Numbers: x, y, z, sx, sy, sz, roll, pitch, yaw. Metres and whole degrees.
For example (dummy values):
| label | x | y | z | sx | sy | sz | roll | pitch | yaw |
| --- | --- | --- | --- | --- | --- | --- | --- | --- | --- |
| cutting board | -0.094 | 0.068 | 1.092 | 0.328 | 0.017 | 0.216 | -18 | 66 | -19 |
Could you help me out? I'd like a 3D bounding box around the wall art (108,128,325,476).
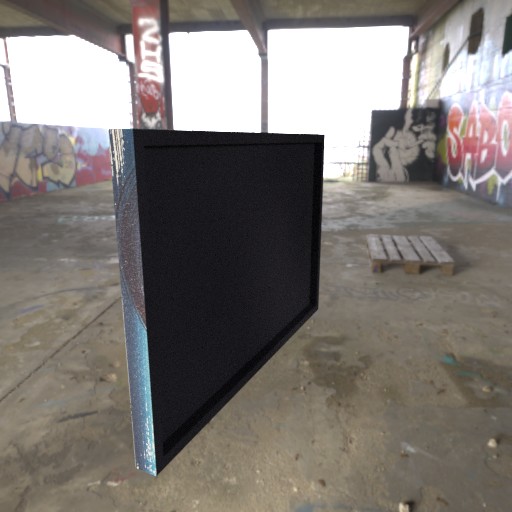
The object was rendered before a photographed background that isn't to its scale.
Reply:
| label | x | y | z | sx | sy | sz | roll | pitch | yaw |
| --- | --- | --- | --- | --- | --- | --- | --- | --- | --- |
| wall art | 0.000 | 0.000 | 0.756 | 0.033 | 0.406 | 0.609 | 7 | 16 | 25 |
